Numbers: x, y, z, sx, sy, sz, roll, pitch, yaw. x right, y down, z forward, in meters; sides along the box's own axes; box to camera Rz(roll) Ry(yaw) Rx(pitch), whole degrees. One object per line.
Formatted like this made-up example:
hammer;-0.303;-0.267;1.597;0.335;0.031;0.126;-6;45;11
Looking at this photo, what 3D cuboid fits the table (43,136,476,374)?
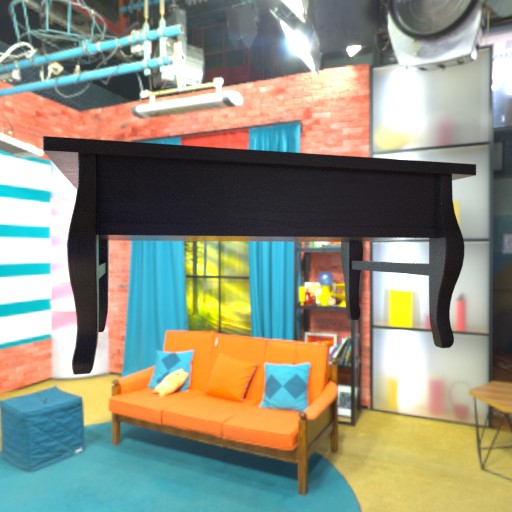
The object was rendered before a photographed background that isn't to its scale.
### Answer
table;0.000;0.000;1.324;1.062;0.494;0.600;0;1;-16
